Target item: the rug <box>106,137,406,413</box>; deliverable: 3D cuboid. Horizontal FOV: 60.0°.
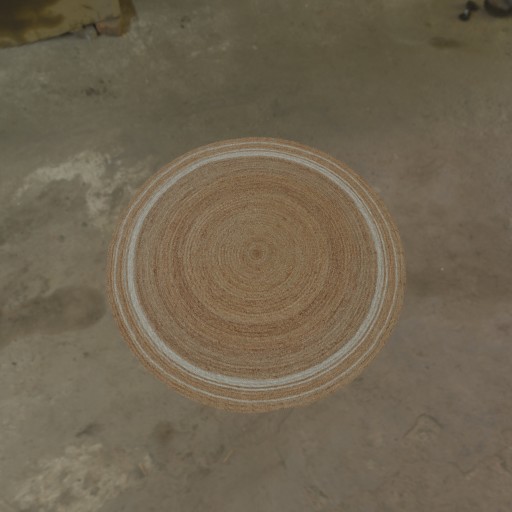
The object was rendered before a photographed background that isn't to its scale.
[{"bbox_3d":[0.000,0.000,3.652,2.444,0.015,2.444,0,66,0],"label":"rug"}]
